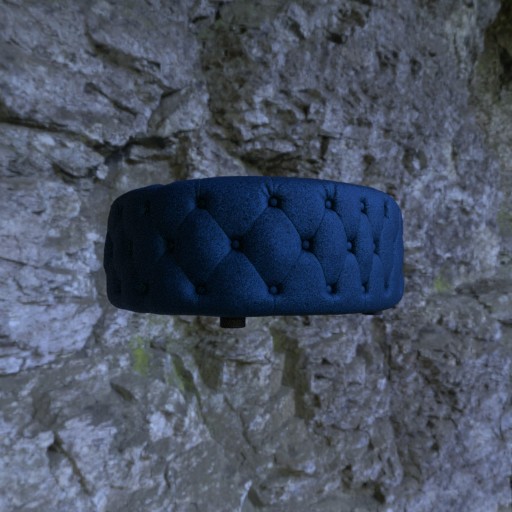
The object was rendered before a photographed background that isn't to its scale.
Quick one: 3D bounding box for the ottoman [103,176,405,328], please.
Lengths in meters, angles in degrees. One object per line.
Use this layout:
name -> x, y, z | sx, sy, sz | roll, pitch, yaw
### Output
ottoman -> 0.000, 0.000, 1.559 | 0.998, 0.398, 0.998 | 0, -2, 0
